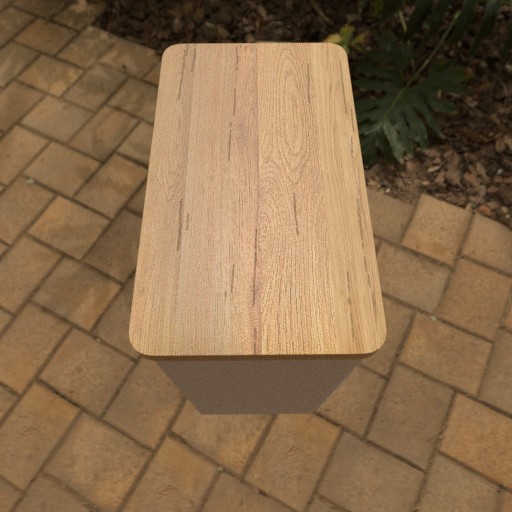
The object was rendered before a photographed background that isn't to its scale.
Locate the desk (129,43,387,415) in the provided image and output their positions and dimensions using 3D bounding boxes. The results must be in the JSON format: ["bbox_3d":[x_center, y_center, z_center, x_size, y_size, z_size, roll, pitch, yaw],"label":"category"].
[{"bbox_3d":[0.000,0.000,1.259,0.440,0.790,0.760,0,64,0],"label":"desk"}]
